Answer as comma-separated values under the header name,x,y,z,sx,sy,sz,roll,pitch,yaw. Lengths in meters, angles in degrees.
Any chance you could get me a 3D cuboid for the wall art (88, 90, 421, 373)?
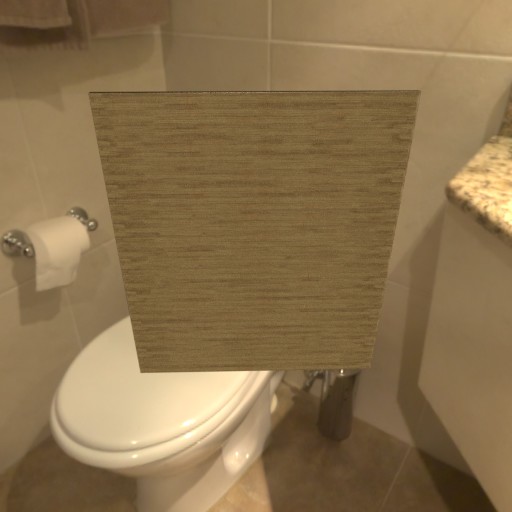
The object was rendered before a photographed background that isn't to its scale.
name,x,y,z,sx,sy,sz,roll,pitch,yaw
wall art,0.000,0.000,0.789,0.483,0.559,0.009,-1,31,-1
